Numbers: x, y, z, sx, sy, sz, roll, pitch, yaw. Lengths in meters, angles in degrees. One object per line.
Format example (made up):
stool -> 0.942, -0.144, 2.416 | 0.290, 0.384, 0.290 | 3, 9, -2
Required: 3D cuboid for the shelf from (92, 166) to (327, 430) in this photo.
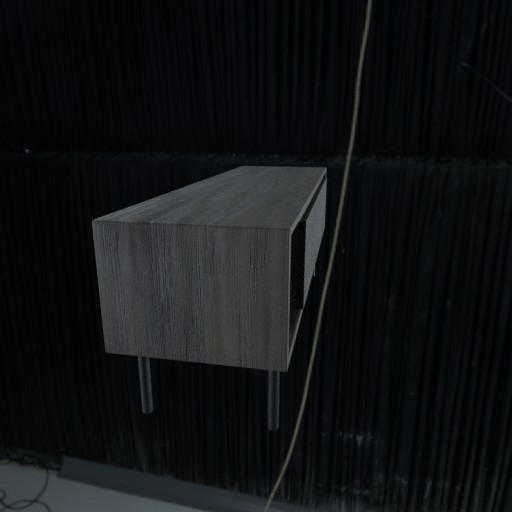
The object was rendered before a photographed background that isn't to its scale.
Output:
shelf -> 0.000, 0.000, 1.519 | 0.400, 0.495, 1.300 | 3, 17, 11
